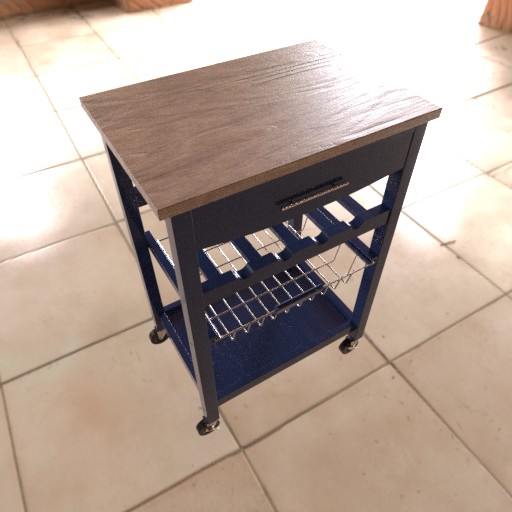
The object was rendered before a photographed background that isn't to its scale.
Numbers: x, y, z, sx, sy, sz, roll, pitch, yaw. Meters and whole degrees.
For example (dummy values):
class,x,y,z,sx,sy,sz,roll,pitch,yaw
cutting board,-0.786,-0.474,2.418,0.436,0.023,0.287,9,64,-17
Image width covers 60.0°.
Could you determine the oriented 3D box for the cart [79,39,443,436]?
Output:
class,x,y,z,sx,sy,sz,roll,pitch,yaw
cart,0.000,0.000,1.148,0.584,0.839,0.403,-24,51,-21
